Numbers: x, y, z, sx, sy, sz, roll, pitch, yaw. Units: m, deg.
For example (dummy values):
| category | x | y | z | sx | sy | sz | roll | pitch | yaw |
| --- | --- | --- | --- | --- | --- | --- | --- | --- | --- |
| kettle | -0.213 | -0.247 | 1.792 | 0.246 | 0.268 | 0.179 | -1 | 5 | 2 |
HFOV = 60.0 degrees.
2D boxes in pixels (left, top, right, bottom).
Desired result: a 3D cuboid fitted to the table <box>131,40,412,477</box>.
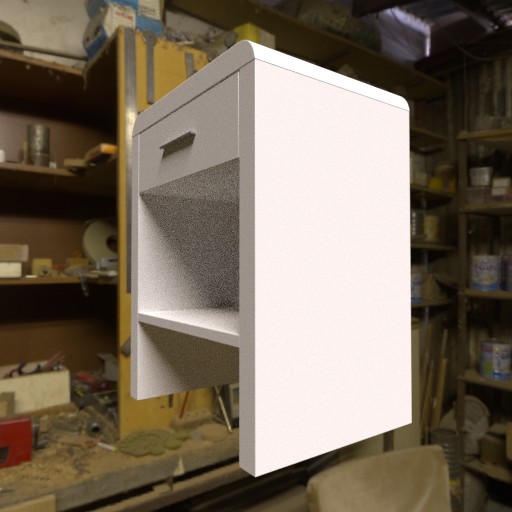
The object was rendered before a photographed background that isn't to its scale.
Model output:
| category | x | y | z | sx | sy | sz | roll | pitch | yaw |
| --- | --- | --- | --- | --- | --- | --- | --- | --- | --- |
| table | 0.000 | 0.000 | 0.863 | 0.350 | 0.590 | 0.450 | 1 | -2 | -36 |
